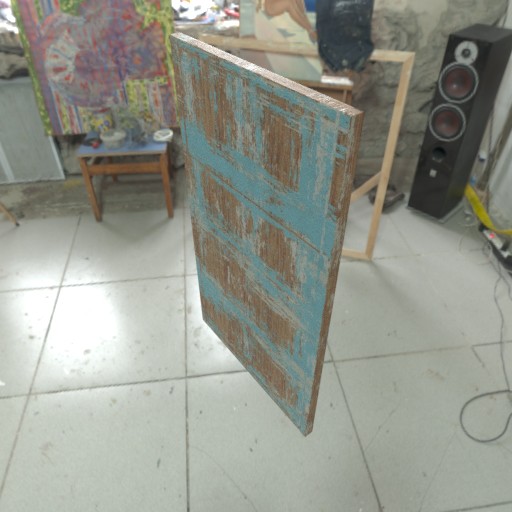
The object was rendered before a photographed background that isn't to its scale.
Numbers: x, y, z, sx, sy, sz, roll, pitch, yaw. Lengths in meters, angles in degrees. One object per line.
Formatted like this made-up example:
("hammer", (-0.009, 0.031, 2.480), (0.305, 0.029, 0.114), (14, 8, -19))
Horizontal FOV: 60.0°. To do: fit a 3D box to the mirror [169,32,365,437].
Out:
("mirror", (0.000, 0.000, 1.457), (0.083, 1.213, 0.707), (-26, 47, -27))
